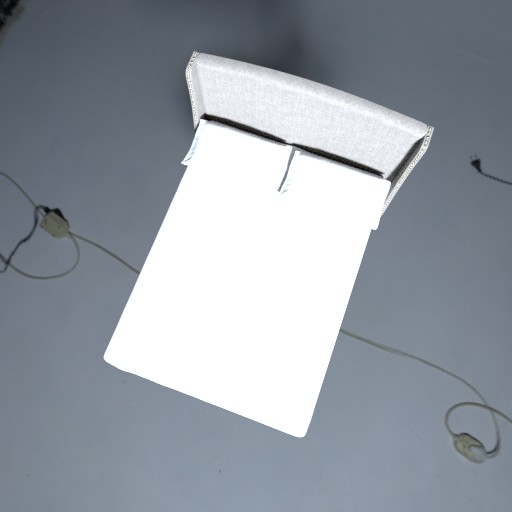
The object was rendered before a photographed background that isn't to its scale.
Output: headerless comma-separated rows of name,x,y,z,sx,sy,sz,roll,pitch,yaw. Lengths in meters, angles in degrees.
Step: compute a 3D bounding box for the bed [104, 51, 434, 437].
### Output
bed,0.000,0.000,3.342,1.710,1.407,2.237,20,76,5
